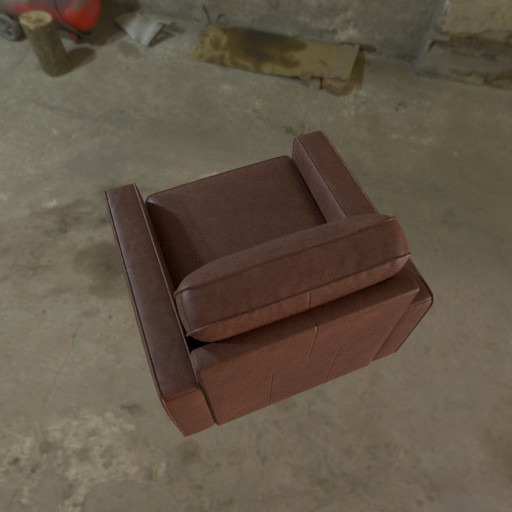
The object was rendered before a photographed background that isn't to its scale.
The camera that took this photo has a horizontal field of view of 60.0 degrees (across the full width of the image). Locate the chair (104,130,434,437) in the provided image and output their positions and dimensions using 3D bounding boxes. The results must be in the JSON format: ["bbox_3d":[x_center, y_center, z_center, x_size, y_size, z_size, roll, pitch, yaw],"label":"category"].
[{"bbox_3d":[0.000,0.000,1.765,1.017,0.919,0.940,-18,60,-11],"label":"chair"}]
